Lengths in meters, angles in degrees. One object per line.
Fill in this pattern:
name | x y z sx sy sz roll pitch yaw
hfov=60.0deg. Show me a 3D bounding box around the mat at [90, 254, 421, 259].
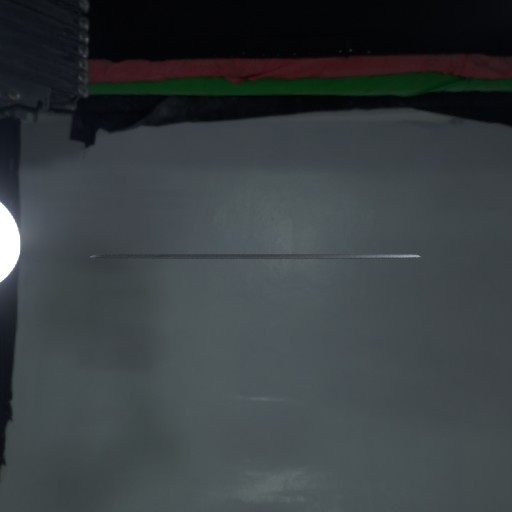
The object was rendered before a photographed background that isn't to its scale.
mat | 0.000 0.000 1.881 1.525 0.016 0.917 0 0 -1
